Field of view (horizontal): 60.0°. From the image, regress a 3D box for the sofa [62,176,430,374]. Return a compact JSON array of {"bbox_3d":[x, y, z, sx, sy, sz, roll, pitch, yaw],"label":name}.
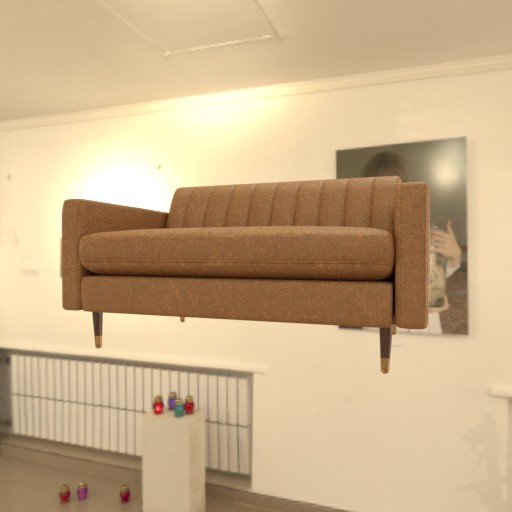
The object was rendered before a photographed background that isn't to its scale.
[{"bbox_3d":[0.000,0.000,2.124,1.549,0.820,0.960,0,1,19],"label":"sofa"}]
